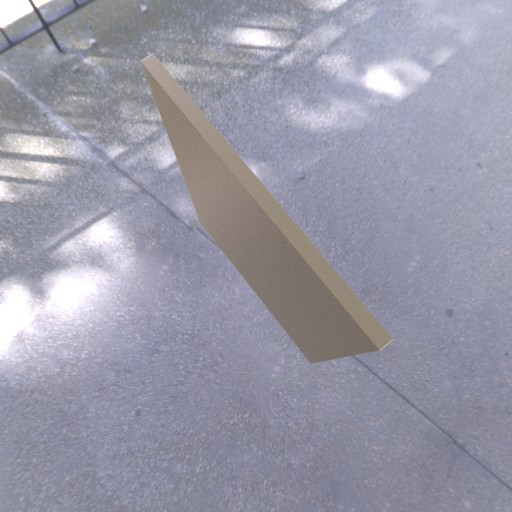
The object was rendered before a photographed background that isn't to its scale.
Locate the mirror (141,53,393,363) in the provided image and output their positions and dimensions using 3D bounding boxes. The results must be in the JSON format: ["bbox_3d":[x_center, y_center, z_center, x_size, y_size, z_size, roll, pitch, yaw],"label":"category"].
[{"bbox_3d":[0.000,0.000,1.353,0.032,1.023,0.756,-37,78,-9],"label":"mirror"}]
